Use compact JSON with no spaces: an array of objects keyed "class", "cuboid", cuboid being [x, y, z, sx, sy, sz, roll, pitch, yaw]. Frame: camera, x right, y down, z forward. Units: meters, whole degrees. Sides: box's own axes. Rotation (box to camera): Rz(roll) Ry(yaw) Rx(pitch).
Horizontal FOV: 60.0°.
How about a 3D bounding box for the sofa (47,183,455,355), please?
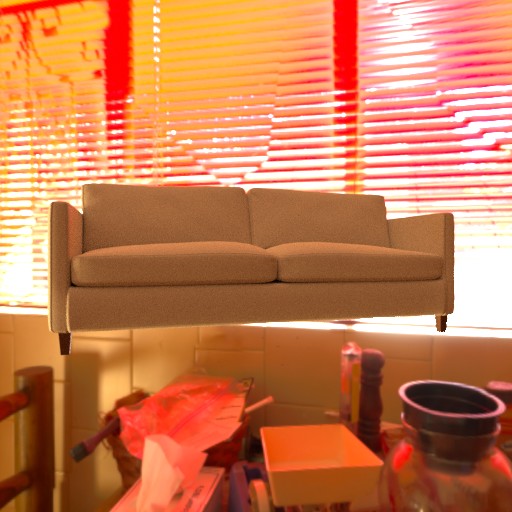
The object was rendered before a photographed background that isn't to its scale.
[{"class":"sofa","cuboid":[0.000,0.000,2.884,2.361,0.962,0.951,0,1,-16]}]
